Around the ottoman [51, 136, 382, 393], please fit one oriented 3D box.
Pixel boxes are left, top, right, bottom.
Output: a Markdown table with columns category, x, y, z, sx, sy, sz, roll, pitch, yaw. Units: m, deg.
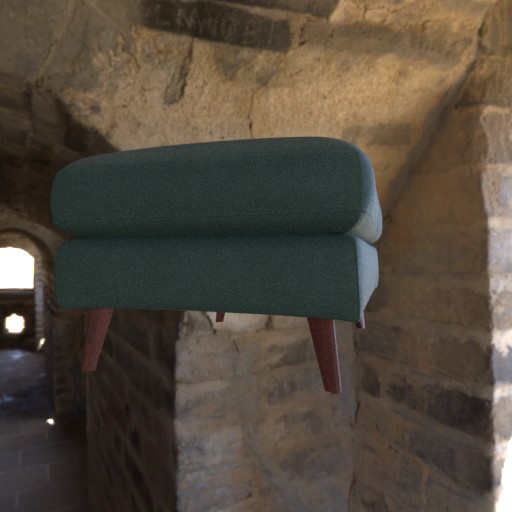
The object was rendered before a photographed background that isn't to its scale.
| category | x | y | z | sx | sy | sz | roll | pitch | yaw |
| --- | --- | --- | --- | --- | --- | --- | --- | --- | --- |
| ottoman | 0.000 | 0.000 | 1.125 | 0.608 | 0.449 | 0.811 | 0 | 0 | 17 |
